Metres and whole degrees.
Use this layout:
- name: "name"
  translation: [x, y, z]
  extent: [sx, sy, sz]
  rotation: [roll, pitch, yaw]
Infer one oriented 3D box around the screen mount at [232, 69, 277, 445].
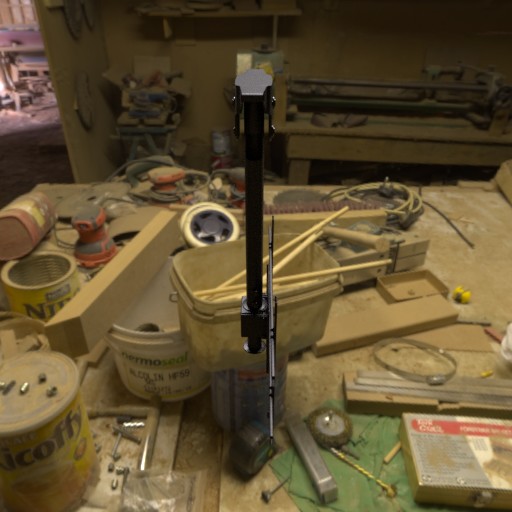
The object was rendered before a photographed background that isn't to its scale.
- name: "screen mount"
  translation: [0.000, 0.000, 1.034]
  extent: [0.090, 0.775, 0.595]
  rotation: [0, 32, 1]
